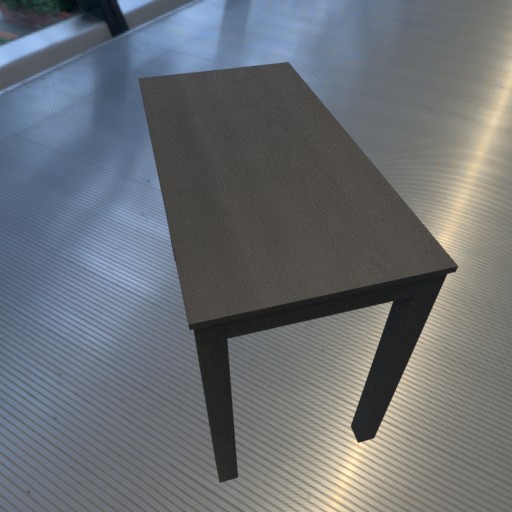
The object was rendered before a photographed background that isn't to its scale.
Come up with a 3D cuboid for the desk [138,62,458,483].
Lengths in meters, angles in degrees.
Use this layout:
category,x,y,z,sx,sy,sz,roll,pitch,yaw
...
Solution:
category,x,y,z,sx,sy,sz,roll,pitch,yaw
desk,0.000,0.000,1.373,0.499,0.762,0.991,-11,46,-11
